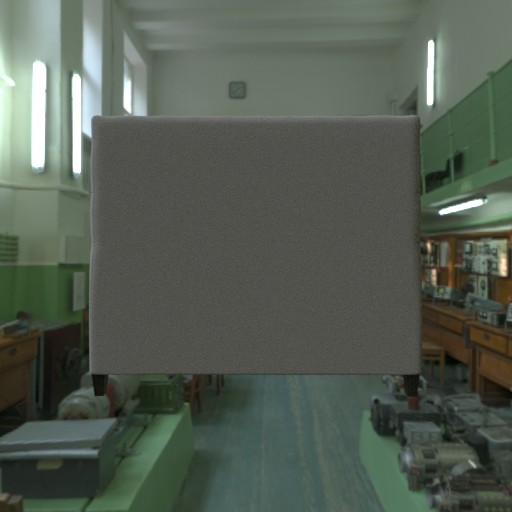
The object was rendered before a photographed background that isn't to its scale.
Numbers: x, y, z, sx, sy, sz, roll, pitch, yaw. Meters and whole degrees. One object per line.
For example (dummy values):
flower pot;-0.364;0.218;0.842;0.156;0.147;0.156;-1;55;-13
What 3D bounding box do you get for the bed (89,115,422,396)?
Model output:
bed;0.000;0.000;3.332;1.696;1.426;2.233;0;0;0
